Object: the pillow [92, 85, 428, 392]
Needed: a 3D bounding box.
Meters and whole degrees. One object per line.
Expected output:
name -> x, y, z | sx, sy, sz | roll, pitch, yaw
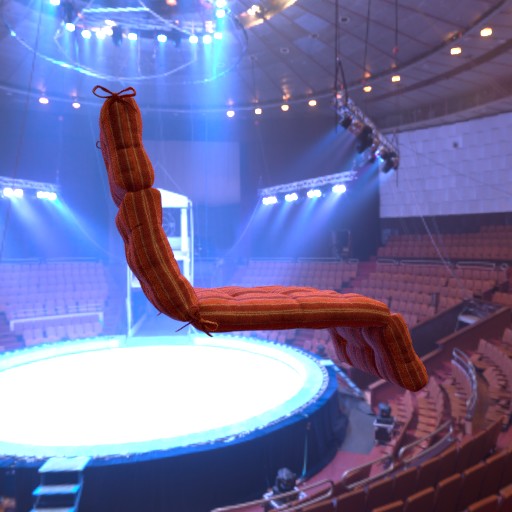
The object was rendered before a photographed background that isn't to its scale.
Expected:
pillow -> 0.000, 0.000, 1.478 | 1.016, 0.863, 0.526 | 0, -1, -19
